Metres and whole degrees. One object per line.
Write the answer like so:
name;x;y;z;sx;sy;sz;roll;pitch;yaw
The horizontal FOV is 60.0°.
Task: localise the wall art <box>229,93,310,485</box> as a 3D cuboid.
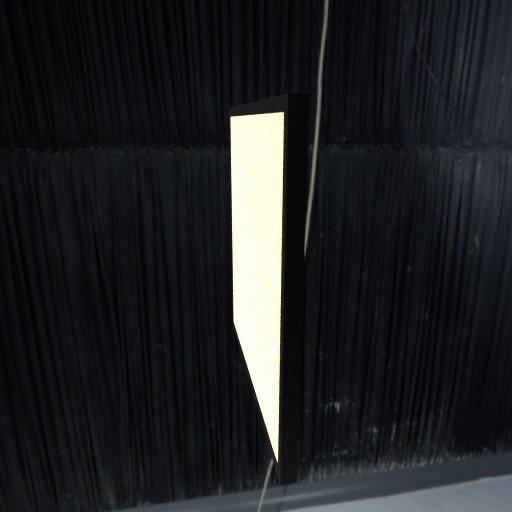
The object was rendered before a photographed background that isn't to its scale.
wall art;0.000;0.000;1.159;0.036;0.755;0.756;-3;17;-10
